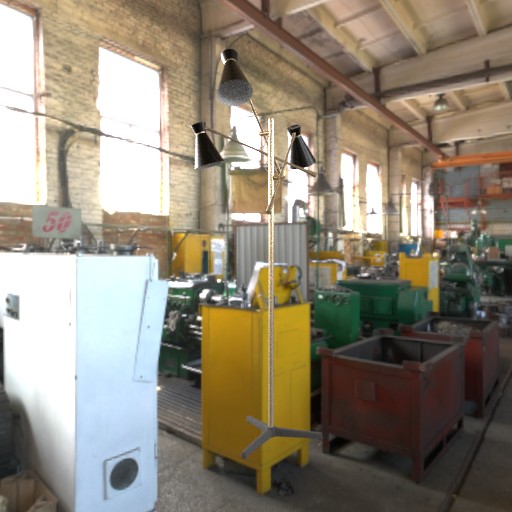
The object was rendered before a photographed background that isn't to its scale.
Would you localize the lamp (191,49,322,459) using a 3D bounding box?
[{"bbox_3d":[0.000,0.000,2.190,0.653,1.804,0.750,0,1,2],"label":"lamp"}]
